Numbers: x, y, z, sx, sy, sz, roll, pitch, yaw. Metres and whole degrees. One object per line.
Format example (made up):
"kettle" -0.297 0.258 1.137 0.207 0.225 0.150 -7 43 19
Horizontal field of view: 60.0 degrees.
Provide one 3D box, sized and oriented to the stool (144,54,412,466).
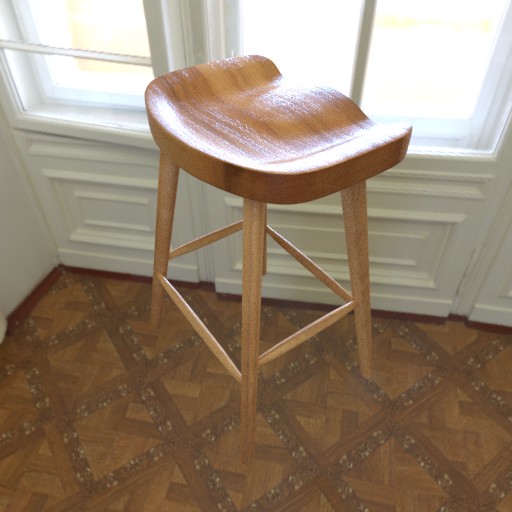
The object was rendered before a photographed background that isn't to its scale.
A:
"stool" 0.000 0.000 0.873 0.361 0.615 0.440 -25 48 -25
